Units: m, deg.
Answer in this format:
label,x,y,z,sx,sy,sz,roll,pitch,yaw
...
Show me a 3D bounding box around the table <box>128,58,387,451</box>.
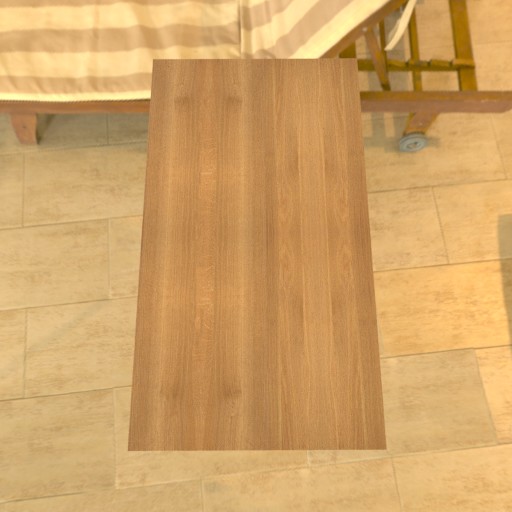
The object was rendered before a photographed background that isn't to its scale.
label,x,y,z,sx,sy,sz,roll,pitch,yaw
table,0.000,0.000,2.108,0.900,0.750,1.600,0,75,0
